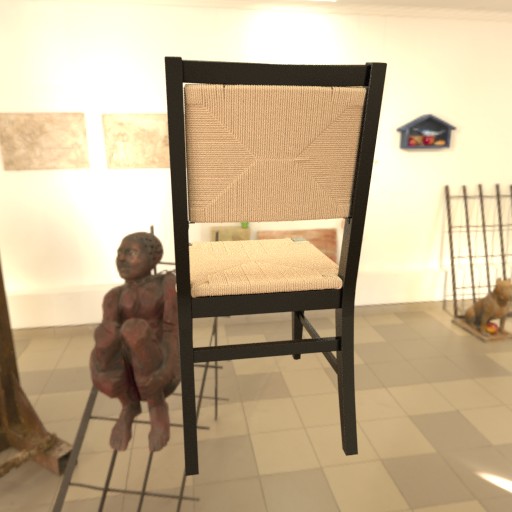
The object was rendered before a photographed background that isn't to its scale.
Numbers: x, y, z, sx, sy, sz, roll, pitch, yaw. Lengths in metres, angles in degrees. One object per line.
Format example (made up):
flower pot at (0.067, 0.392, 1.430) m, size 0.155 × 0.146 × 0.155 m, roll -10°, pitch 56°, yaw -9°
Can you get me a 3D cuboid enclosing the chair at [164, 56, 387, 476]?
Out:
chair at (0.000, 0.000, 1.217) m, size 0.437 × 0.927 × 0.552 m, roll -3°, pitch 16°, yaw -10°
